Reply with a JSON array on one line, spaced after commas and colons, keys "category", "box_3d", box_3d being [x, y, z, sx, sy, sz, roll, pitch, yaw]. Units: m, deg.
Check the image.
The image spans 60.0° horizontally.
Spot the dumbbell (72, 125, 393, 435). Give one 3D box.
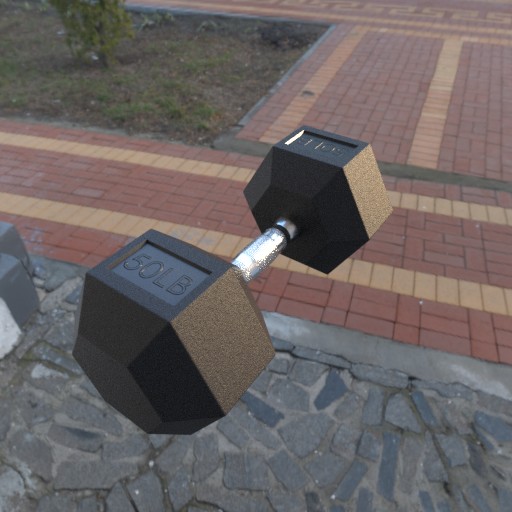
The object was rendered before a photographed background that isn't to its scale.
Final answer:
[{"category": "dumbbell", "box_3d": [0.000, 0.000, 0.465, 0.173, 0.150, 0.384, 24, 46, 26]}]
